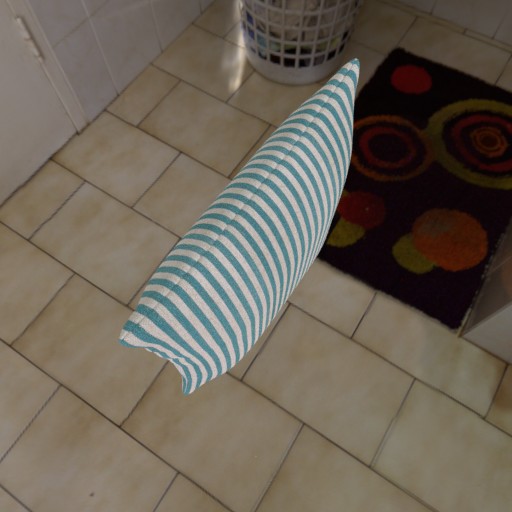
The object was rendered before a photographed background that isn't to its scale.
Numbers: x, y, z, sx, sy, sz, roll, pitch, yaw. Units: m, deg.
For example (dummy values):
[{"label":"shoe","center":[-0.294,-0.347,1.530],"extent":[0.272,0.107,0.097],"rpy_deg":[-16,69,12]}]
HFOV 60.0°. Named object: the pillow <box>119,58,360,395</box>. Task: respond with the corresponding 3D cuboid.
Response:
[{"label":"pillow","center":[0.000,0.000,0.797],"extent":[0.166,0.510,0.523],"rpy_deg":[33,70,14]}]
